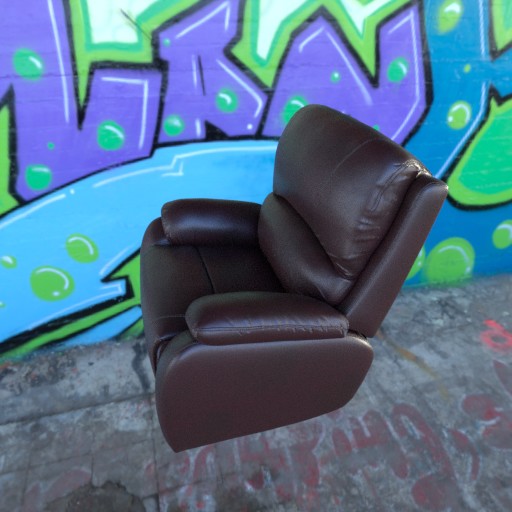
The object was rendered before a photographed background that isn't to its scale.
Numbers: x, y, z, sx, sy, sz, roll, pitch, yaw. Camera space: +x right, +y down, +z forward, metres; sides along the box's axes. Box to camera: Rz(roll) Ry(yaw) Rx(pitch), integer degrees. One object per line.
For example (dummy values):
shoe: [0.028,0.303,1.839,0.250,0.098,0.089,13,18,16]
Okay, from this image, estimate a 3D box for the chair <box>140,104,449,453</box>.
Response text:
chair: [0.000,0.000,1.695,0.899,1.011,0.930,-8,32,-14]
